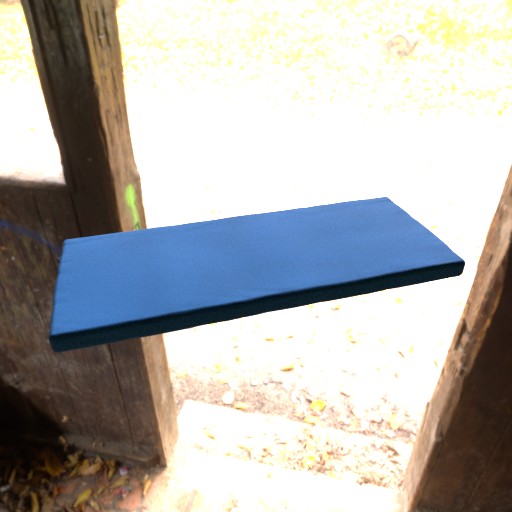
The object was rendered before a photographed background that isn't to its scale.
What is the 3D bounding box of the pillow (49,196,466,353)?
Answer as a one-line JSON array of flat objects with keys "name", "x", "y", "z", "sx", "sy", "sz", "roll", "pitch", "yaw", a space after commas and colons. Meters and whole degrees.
[{"name": "pillow", "x": 0.000, "y": 0.000, "z": 1.364, "sx": 1.187, "sy": 0.081, "sz": 0.492, "roll": -9, "pitch": 35, "yaw": -13}]
